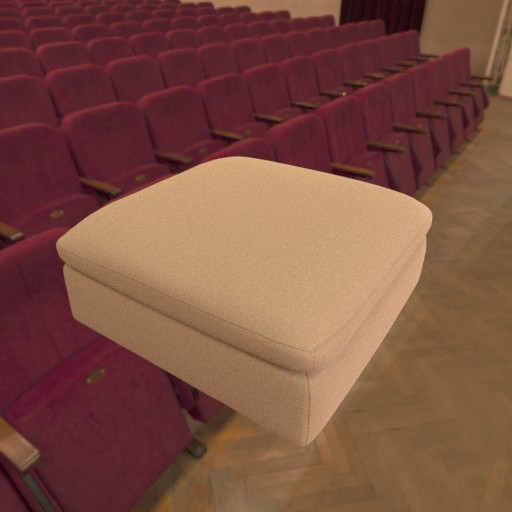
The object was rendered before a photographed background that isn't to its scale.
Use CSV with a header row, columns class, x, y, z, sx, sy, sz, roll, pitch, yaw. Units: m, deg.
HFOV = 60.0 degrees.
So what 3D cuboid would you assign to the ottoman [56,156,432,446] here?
class,x,y,z,sx,sy,sz,roll,pitch,yaw
ottoman,0.000,0.000,1.595,0.996,0.467,0.977,19,36,29
